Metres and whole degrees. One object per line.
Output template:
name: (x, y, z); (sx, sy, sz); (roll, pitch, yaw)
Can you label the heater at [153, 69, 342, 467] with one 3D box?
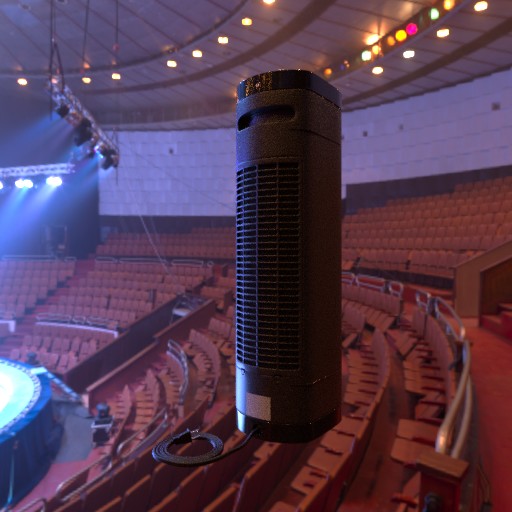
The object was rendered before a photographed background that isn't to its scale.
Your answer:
heater: (0.000, 0.000, 0.690); (0.174, 0.552, 0.312); (0, 0, 36)
